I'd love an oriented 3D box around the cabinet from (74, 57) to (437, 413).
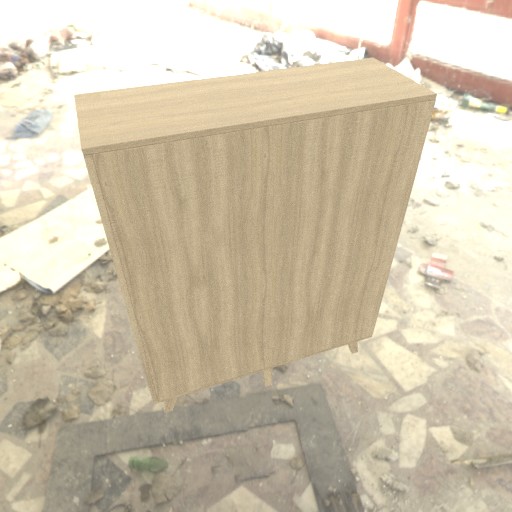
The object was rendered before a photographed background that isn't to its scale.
[{"bbox_3d":[0.000,0.000,1.891,1.111,1.388,0.398,-13,43,-15],"label":"cabinet"}]
